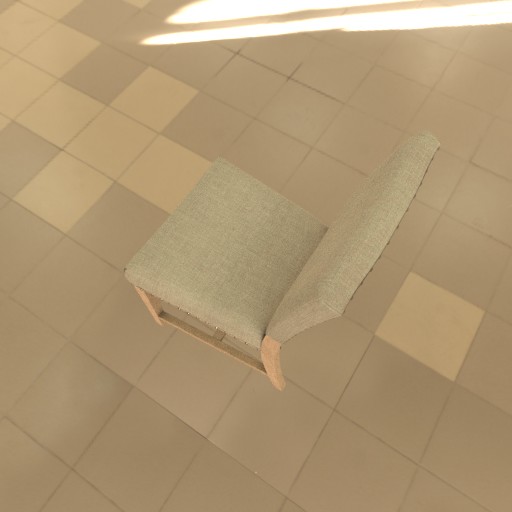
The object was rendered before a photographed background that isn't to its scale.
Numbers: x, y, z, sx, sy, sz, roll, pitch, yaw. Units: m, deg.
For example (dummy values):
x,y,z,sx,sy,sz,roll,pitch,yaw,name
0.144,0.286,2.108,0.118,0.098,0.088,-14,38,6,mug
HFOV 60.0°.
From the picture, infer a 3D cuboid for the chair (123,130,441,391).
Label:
x,y,z,sx,sy,sz,roll,pitch,yaw,name
0.000,0.000,1.305,0.622,0.986,0.508,30,68,14,chair
